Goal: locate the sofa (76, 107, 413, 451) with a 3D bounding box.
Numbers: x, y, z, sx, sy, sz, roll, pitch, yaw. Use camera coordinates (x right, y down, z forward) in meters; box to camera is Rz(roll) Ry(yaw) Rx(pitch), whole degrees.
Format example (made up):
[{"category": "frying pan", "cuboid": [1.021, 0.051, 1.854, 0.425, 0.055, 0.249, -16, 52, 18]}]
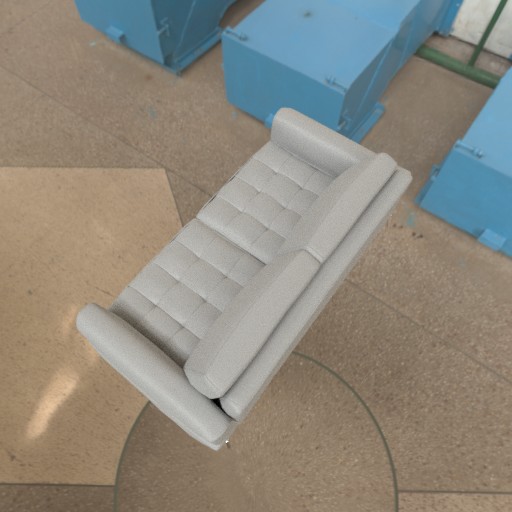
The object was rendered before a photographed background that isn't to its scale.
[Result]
[{"category": "sofa", "cuboid": [0.000, 0.000, 2.890, 1.121, 0.930, 2.177, 34, 68, 16]}]
